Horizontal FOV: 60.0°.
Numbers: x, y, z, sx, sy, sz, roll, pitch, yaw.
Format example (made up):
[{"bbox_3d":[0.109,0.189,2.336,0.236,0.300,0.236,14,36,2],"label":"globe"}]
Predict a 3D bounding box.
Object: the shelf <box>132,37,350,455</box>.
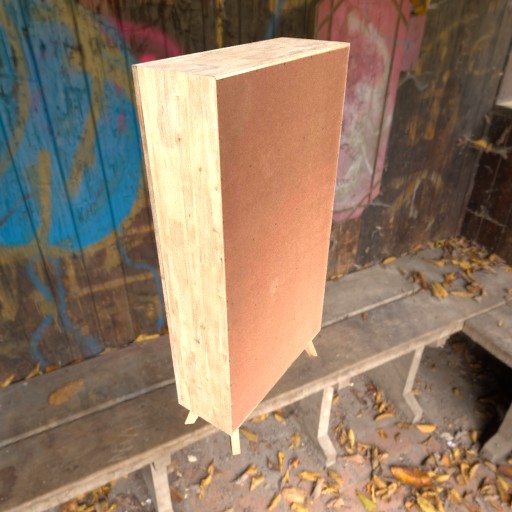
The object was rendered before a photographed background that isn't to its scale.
[{"bbox_3d":[0.000,0.000,1.745,0.308,1.471,0.748,20,37,29],"label":"shelf"}]
